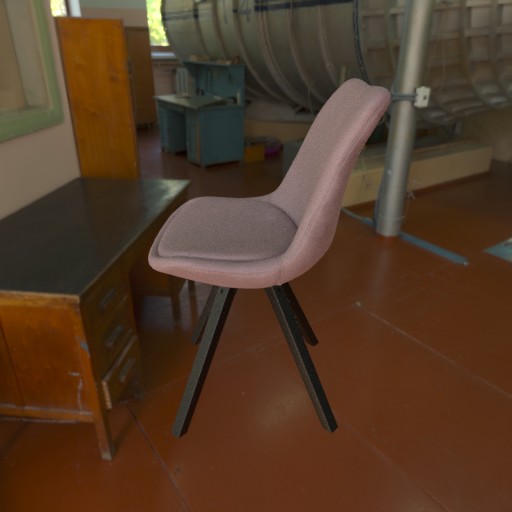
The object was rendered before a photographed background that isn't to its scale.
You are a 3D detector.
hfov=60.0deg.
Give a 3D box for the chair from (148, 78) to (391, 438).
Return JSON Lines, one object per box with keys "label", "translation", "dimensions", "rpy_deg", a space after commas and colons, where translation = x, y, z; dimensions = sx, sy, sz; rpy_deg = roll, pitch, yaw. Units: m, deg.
{"label": "chair", "translation": [0.000, 0.000, 1.182], "dimensions": [0.547, 0.865, 0.483], "rpy_deg": [0, 26, -1]}
